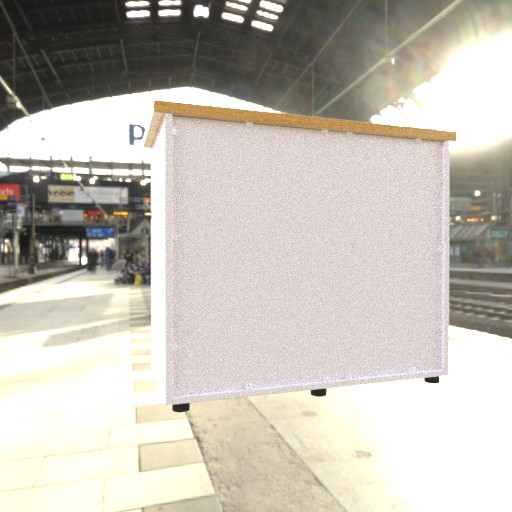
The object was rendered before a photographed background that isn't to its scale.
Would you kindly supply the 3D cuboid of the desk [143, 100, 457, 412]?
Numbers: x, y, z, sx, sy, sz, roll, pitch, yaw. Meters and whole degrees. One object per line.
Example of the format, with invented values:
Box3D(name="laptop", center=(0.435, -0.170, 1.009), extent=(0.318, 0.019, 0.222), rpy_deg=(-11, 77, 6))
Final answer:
Box3D(name="desk", center=(0.000, 0.000, 1.760), extent=(0.900, 0.760, 1.170), rpy_deg=(0, 0, -18))
